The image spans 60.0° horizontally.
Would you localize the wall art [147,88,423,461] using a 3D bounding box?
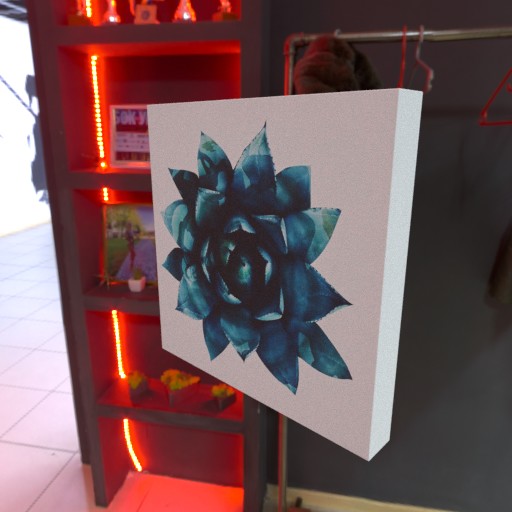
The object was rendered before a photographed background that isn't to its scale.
[{"bbox_3d":[0.000,0.000,0.457,0.305,0.305,0.038,14,21,41],"label":"wall art"}]
